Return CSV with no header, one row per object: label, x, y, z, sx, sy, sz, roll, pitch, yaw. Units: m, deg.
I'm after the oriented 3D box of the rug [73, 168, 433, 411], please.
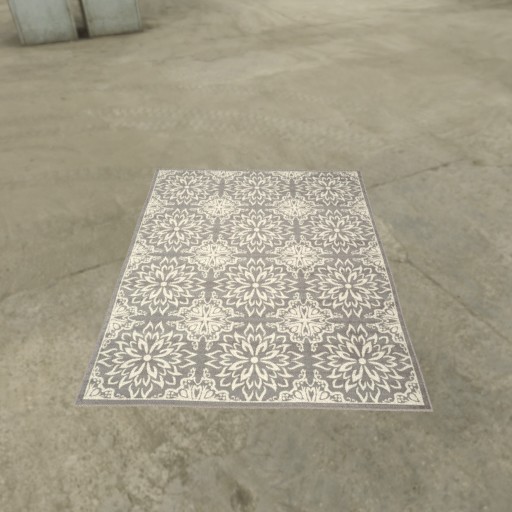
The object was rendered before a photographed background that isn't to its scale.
rug,0.000,0.000,4.007,2.363,0.012,2.980,1,42,1
